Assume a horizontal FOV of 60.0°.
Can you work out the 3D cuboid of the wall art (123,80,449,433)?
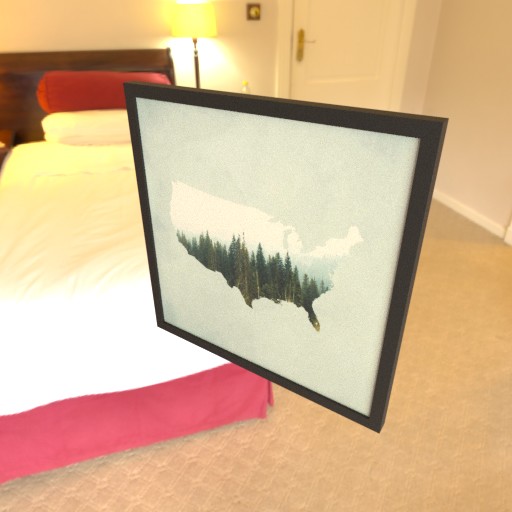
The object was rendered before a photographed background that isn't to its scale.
[{"bbox_3d":[0.000,0.000,1.112,0.763,0.763,0.038,18,34,29],"label":"wall art"}]
